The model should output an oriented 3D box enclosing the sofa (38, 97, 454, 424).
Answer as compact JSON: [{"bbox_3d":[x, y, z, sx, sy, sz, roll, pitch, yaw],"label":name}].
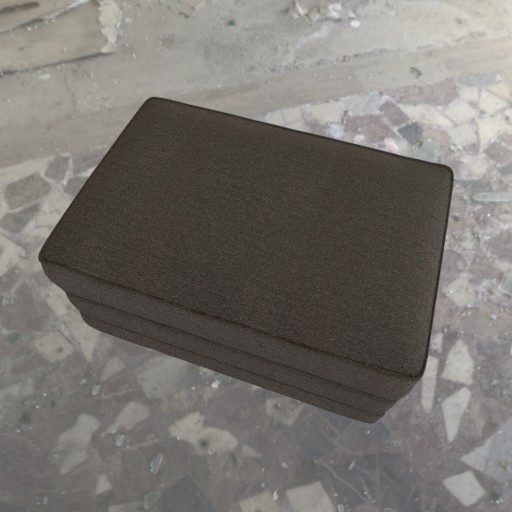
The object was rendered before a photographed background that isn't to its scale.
[{"bbox_3d":[0.000,0.000,1.195,0.854,0.457,0.578,16,60,10],"label":"sofa"}]
